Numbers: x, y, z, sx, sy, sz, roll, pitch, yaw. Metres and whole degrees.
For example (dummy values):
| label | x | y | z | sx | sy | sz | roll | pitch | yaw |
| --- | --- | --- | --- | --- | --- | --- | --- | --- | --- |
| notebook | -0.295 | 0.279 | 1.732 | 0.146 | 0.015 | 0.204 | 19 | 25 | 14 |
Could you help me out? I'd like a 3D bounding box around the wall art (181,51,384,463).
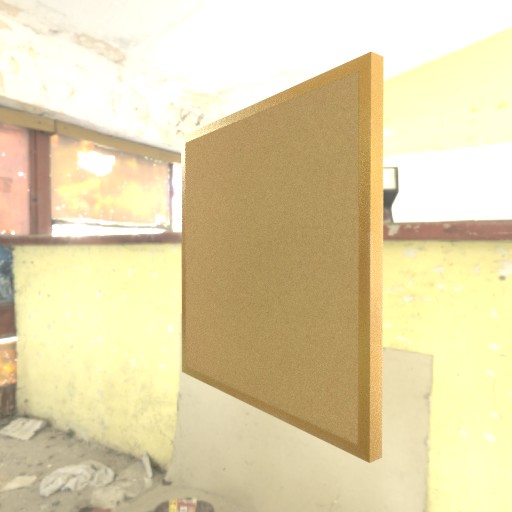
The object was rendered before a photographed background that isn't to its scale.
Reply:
| label | x | y | z | sx | sy | sz | roll | pitch | yaw |
| --- | --- | --- | --- | --- | --- | --- | --- | --- | --- |
| wall art | 0.000 | 0.000 | 1.135 | 0.037 | 0.760 | 0.762 | -1 | 1 | -36 |
